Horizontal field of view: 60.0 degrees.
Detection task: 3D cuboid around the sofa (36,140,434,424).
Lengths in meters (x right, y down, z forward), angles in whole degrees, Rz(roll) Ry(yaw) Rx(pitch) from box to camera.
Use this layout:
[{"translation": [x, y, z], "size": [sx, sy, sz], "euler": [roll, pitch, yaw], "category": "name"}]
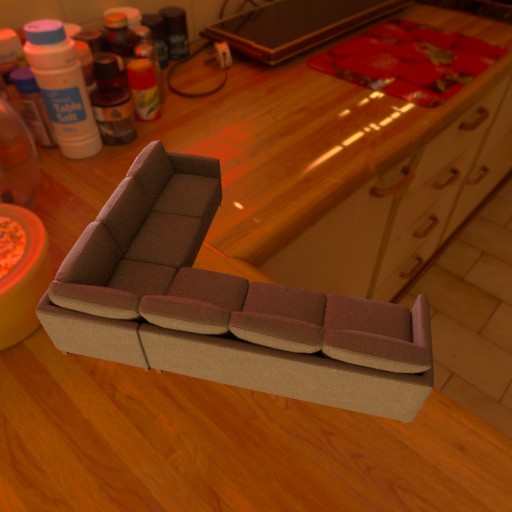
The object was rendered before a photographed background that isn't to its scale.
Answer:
[{"translation": [0.000, 0.000, 4.519], "size": [3.302, 0.947, 2.593], "euler": [9, 47, 9], "category": "sofa"}]
